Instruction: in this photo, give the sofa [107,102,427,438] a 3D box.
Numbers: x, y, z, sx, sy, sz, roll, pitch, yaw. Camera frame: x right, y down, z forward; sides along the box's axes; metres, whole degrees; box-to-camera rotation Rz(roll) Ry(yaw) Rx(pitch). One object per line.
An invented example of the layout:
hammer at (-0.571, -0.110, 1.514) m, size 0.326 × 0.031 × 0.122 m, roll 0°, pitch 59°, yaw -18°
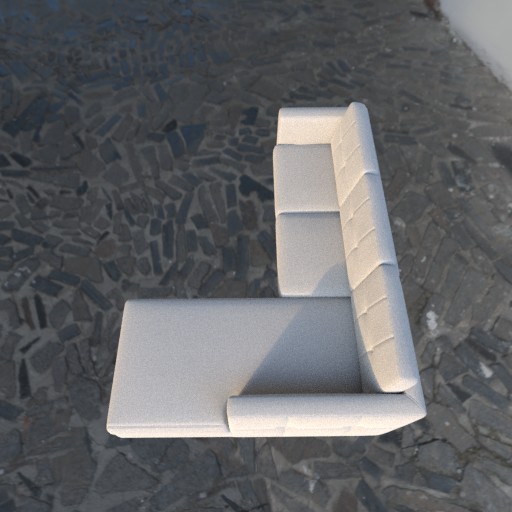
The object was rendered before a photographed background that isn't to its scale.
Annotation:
sofa at (0.000, 0.000, 2.731) m, size 1.530 × 0.860 × 2.040 m, roll 0°, pitch 60°, yaw 0°
